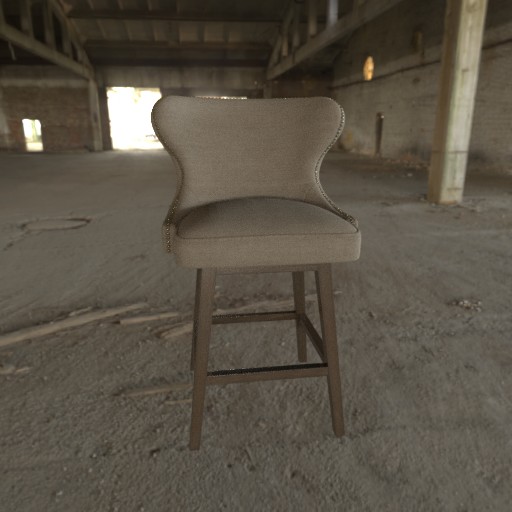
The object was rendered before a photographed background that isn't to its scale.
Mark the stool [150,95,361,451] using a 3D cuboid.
[{"bbox_3d":[0.000,0.000,1.390,0.615,0.972,0.597,-2,16,-8],"label":"stool"}]
